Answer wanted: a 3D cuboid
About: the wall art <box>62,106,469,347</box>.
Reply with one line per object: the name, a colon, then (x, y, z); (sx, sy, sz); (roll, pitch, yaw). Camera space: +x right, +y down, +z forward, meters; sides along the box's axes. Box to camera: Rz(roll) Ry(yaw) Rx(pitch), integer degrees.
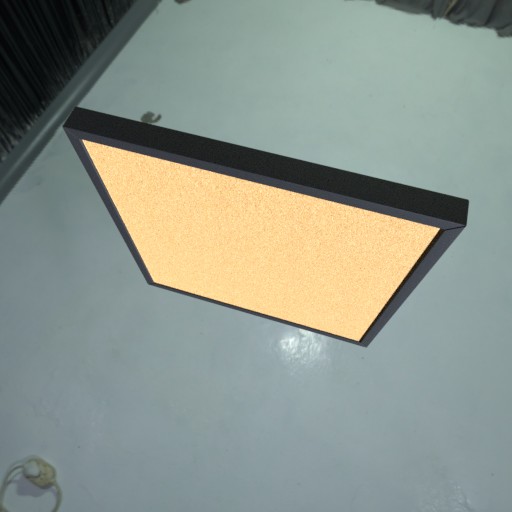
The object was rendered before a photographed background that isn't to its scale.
wall art: (0.000, 0.000, 0.766); (0.508, 0.508, 0.037); (15, 64, 8)
